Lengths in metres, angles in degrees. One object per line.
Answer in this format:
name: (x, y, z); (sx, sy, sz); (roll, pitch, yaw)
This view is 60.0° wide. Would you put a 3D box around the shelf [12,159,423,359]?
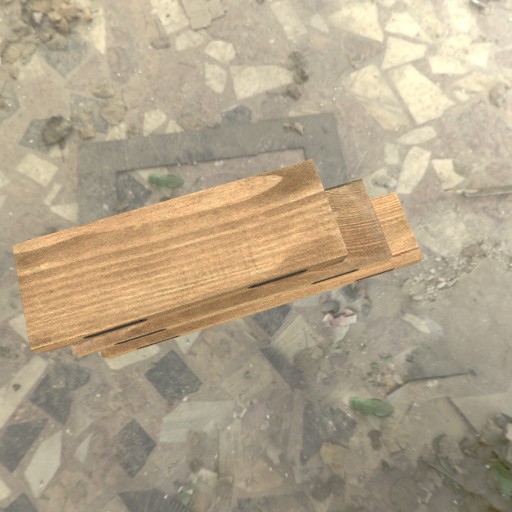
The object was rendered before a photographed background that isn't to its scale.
shelf: (0.000, 0.000, 0.712); (0.610, 0.293, 0.140); (-17, 76, -4)
